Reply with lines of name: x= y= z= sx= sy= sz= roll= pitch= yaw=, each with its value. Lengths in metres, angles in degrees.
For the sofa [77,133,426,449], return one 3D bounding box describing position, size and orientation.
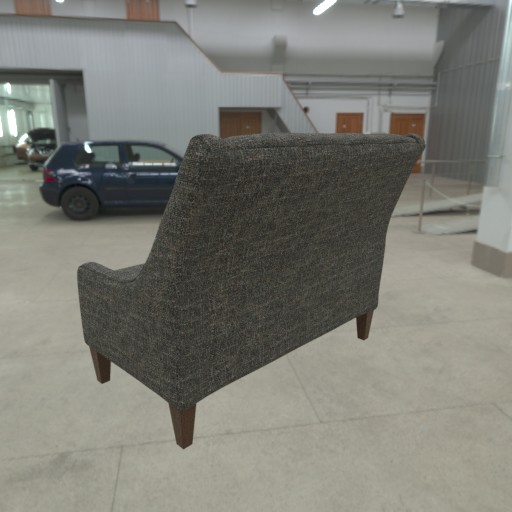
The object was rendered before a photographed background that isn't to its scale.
sofa: x=0.000 y=0.000 z=1.904 sx=0.870 sy=1.021 sz=1.242 roll=15 pitch=21 yaw=42
